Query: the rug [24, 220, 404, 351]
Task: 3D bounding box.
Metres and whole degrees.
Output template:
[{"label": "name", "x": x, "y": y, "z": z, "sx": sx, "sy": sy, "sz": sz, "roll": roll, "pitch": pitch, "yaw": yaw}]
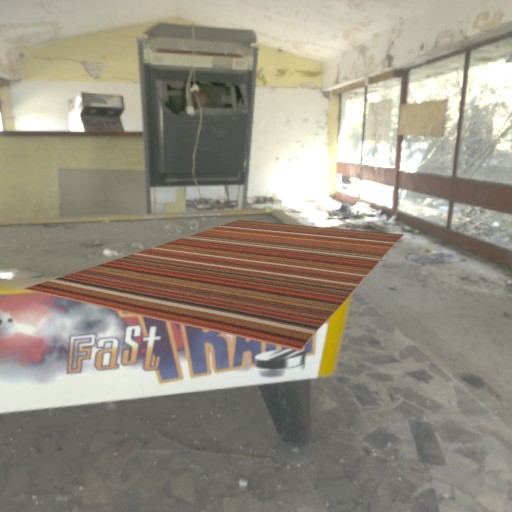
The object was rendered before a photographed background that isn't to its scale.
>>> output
[{"label": "rug", "x": 0.000, "y": 0.000, "z": 2.340, "sx": 1.217, "sy": 0.007, "sz": 1.828, "roll": 7, "pitch": 16, "yaw": 26}]
